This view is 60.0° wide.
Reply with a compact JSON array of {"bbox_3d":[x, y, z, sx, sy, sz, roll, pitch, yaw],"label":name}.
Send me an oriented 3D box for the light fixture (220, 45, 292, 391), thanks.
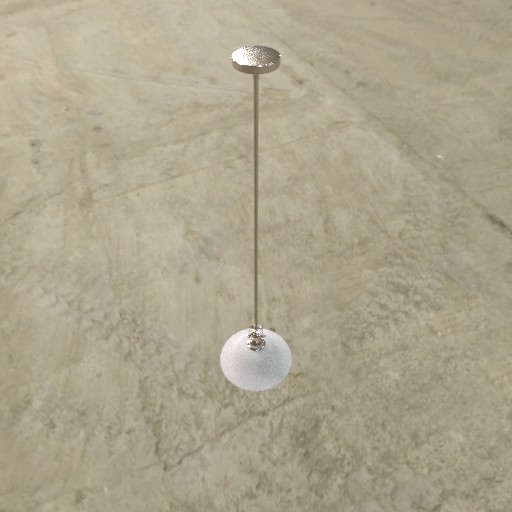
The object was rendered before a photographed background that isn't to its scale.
[{"bbox_3d":[0.000,0.000,1.517,0.324,1.354,0.324,3,47,3],"label":"light fixture"}]
